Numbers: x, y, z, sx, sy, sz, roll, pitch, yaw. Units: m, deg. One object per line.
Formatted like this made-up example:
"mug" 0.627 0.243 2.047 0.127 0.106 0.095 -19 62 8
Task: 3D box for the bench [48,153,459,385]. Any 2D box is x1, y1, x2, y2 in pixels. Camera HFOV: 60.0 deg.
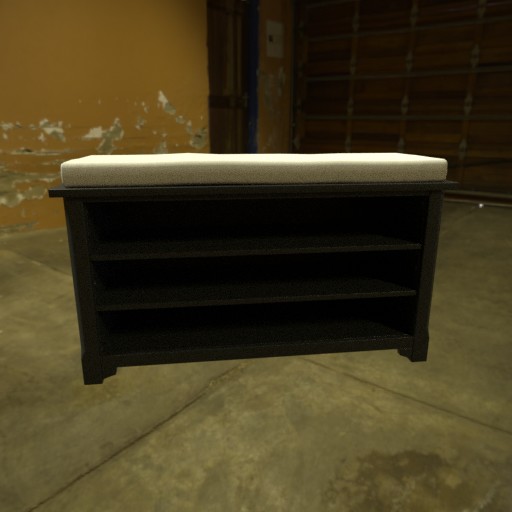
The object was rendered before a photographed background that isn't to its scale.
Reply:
"bench" 0.000 0.000 1.265 0.973 0.561 0.345 -2 16 -7
